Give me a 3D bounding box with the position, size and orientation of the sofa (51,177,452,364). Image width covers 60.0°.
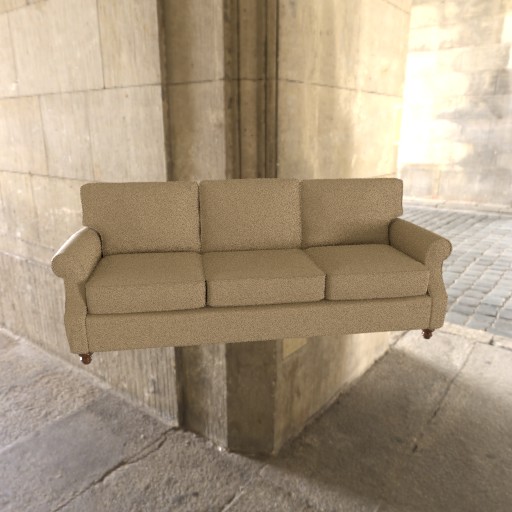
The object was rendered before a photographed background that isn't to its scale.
[{"bbox_3d":[0.000,0.000,2.894,2.354,0.948,0.966,-2,16,-8],"label":"sofa"}]
